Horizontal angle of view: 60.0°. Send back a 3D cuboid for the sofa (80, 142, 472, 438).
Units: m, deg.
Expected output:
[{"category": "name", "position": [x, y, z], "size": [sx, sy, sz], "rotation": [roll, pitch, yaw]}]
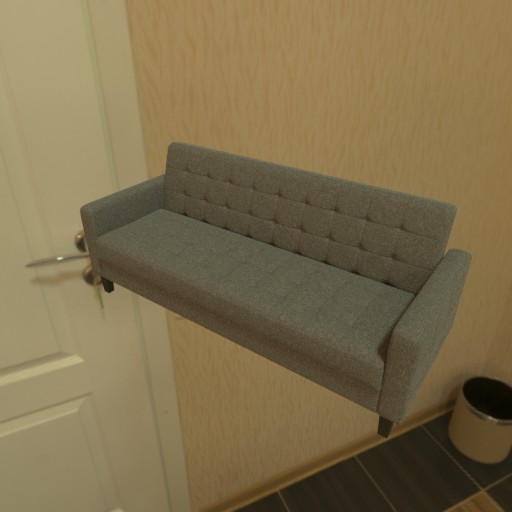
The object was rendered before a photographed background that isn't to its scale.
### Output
[{"category": "sofa", "position": [0.000, 0.000, 2.456], "size": [2.040, 0.850, 0.810], "rotation": [20, 36, 30]}]
